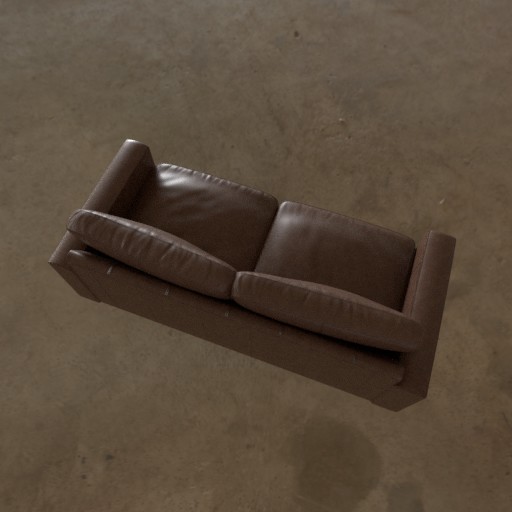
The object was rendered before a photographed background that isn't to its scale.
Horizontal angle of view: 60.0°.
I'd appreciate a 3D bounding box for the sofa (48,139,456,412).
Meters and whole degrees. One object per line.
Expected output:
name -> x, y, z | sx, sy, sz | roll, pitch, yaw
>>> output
sofa -> 0.000, 0.000, 2.677 | 2.179, 0.873, 1.016 | 18, 65, 9
